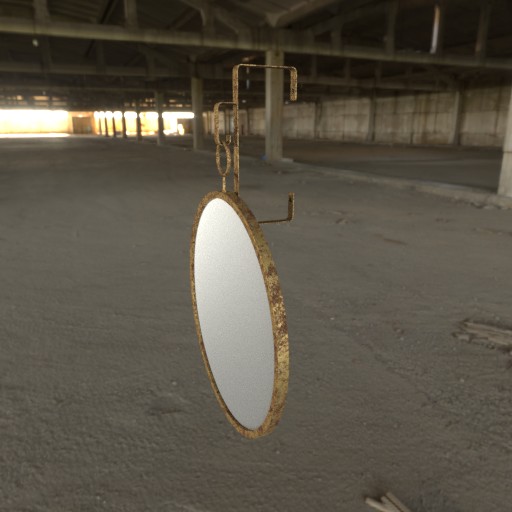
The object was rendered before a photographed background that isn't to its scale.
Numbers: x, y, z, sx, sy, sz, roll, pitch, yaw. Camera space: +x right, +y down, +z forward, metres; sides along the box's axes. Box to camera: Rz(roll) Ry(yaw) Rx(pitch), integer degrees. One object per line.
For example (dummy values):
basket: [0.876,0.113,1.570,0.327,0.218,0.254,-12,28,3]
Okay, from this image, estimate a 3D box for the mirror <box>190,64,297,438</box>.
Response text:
mirror: [0.000,0.000,0.819,0.144,0.651,0.447,-7,18,-23]
